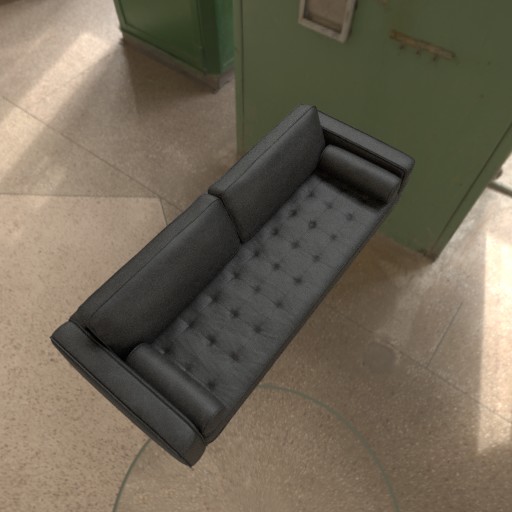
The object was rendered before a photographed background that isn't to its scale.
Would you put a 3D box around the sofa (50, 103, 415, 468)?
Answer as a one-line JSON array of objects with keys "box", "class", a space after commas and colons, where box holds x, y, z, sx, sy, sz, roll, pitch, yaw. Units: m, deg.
[{"box": [0.000, 0.000, 2.618, 0.914, 0.762, 2.210, 33, 64, 19], "class": "sofa"}]
